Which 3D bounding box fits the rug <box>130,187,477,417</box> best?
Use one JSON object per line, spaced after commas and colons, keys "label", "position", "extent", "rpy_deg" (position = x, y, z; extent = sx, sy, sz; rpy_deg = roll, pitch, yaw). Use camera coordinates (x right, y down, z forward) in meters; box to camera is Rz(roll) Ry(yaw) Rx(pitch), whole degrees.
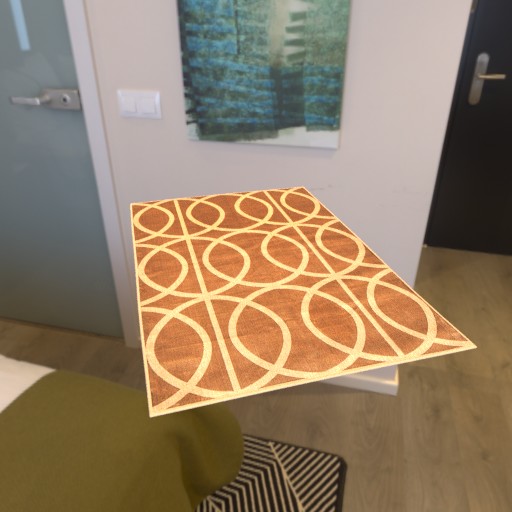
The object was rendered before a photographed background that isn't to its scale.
{"label": "rug", "position": [0.000, 0.000, 2.872], "extent": [1.526, 0.014, 2.290], "rpy_deg": [-8, 30, -14]}
